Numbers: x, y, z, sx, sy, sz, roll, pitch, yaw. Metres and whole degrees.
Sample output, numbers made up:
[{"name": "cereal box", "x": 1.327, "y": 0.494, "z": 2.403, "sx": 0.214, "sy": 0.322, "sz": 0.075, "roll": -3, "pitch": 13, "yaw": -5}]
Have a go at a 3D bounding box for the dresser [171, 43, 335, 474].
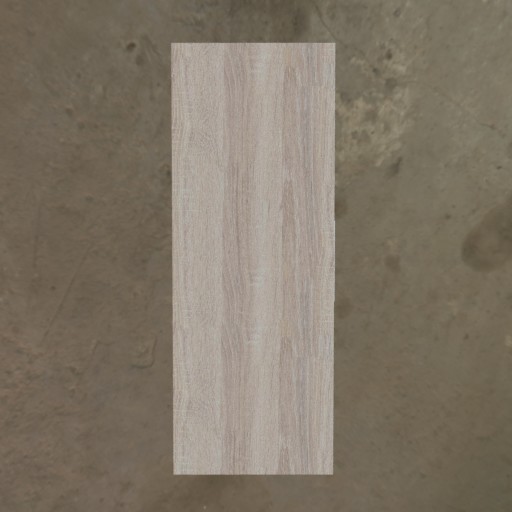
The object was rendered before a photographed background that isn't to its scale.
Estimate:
[{"name": "dresser", "x": 0.000, "y": 0.000, "z": 1.455, "sx": 0.380, "sy": 0.900, "sz": 0.980, "roll": 0, "pitch": 92, "yaw": 0}]
